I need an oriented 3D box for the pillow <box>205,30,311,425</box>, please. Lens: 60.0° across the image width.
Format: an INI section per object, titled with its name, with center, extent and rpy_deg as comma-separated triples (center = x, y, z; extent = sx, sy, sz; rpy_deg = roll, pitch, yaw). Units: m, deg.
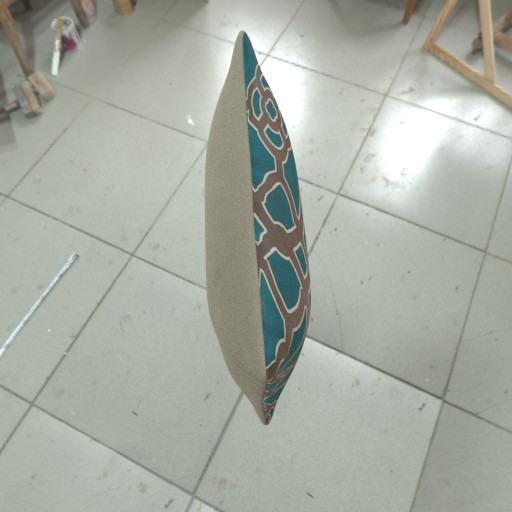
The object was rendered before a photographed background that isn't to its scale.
[pillow]
center = 0.000, 0.000, 0.790
extent = 0.166, 0.507, 0.526
rpy_deg = -3, 64, -2
